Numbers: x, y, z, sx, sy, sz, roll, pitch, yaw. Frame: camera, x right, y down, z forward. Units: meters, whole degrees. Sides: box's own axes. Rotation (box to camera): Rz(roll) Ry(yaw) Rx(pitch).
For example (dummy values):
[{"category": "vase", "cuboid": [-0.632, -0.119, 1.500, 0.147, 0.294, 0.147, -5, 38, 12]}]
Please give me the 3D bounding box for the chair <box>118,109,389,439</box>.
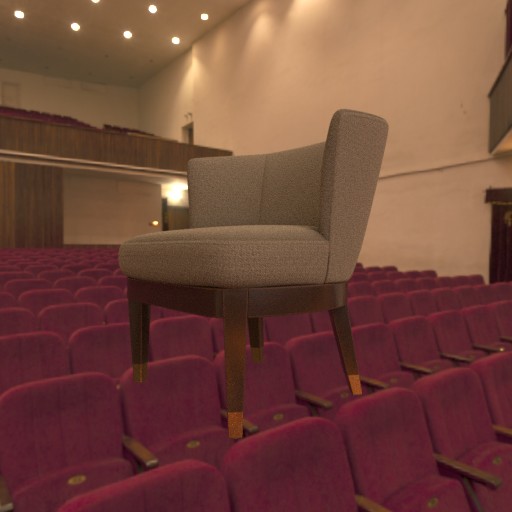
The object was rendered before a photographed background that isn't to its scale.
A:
[{"category": "chair", "cuboid": [0.000, 0.000, 1.281, 0.660, 0.760, 0.700, 0, 1, -37]}]
